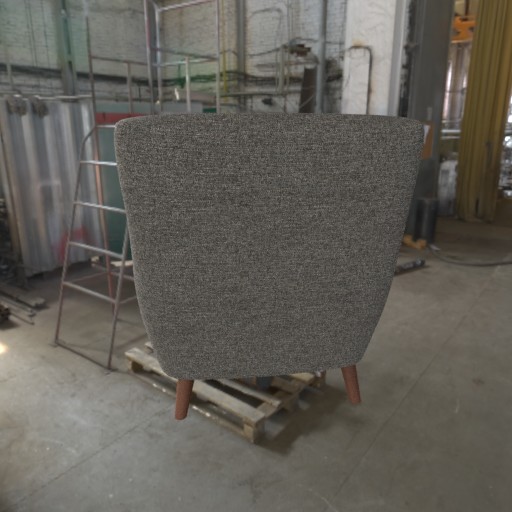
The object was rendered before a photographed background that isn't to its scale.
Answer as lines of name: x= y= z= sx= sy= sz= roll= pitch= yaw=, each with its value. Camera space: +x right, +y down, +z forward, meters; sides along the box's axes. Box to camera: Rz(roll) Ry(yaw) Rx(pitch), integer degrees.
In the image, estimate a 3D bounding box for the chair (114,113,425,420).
chair: x=0.000 y=0.000 z=1.737 sx=0.889 sy=1.039 sz=0.940 roll=-2 pitch=16 yaw=-8
